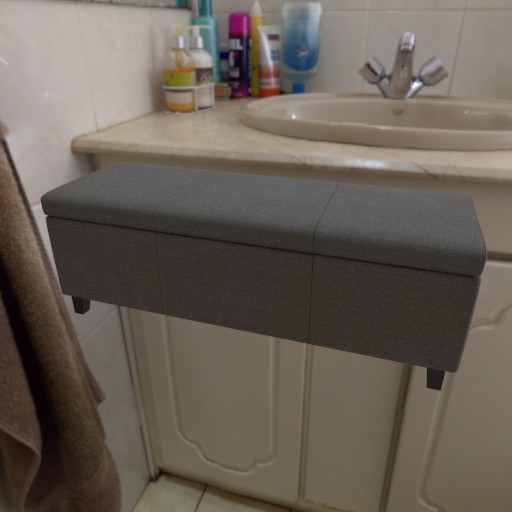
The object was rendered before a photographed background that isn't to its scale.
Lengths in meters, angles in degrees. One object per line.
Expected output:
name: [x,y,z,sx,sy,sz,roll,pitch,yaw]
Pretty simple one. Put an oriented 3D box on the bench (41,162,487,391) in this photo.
bench: [0.000,0.000,1.441,1.269,0.438,0.446,8,28,16]
